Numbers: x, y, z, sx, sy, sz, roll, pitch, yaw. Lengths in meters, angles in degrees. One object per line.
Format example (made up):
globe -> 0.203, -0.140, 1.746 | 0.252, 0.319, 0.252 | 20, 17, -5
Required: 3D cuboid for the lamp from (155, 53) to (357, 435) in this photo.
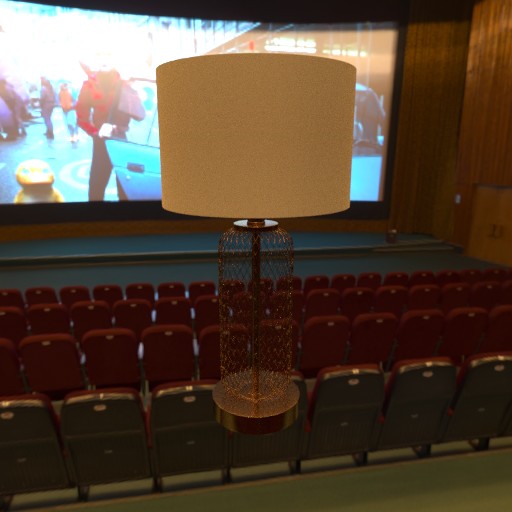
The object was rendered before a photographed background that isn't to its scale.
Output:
lamp -> 0.000, 0.000, 0.625 | 0.252, 0.483, 0.252 | -3, 14, -11
